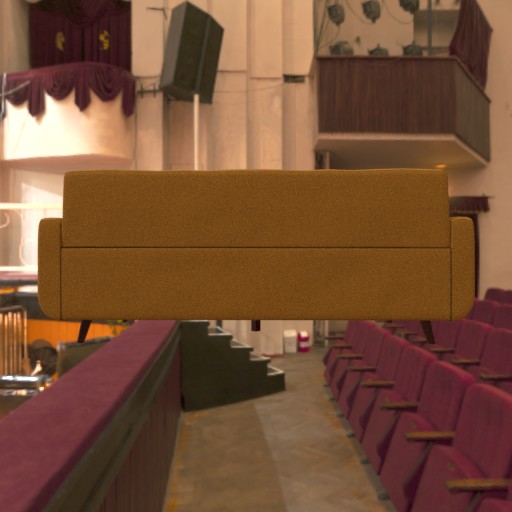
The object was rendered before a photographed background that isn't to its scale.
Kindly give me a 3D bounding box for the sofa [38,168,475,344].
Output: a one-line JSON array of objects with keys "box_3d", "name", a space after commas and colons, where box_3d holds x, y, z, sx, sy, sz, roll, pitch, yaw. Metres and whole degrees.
[{"box_3d": [0.000, 0.000, 2.496, 2.029, 0.841, 0.909, 0, 0, 1], "name": "sofa"}]
